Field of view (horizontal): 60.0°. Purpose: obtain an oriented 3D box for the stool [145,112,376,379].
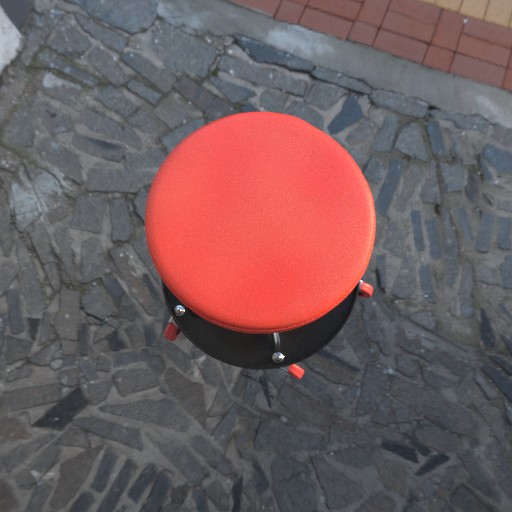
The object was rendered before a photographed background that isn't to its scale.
[{"bbox_3d":[0.000,0.000,0.688,0.381,0.365,0.382,38,78,9],"label":"stool"}]
